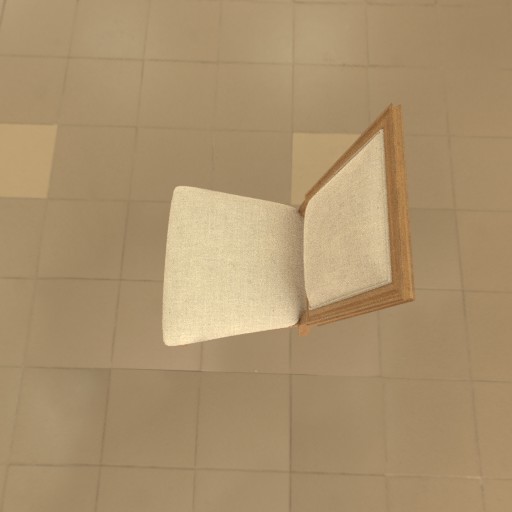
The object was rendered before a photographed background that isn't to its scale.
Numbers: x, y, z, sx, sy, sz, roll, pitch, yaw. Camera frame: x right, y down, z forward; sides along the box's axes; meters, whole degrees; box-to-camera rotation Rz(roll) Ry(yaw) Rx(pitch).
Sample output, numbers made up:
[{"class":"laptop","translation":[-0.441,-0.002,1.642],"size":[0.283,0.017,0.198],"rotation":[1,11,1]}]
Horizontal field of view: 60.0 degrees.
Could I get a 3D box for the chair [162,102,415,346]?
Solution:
[{"class":"chair","translation":[0.000,0.000,1.348],"size":[0.601,0.988,0.536],"rotation":[1,75,0]}]
